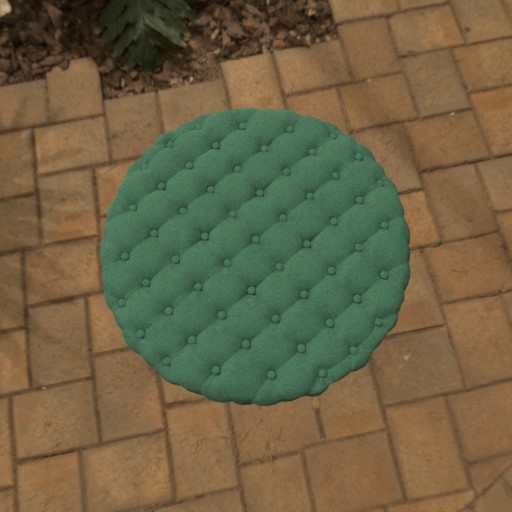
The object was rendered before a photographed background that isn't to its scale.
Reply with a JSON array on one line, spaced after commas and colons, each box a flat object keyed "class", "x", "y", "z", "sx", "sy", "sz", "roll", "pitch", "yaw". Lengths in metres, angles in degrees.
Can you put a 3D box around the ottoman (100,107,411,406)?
[{"class": "ottoman", "x": 0.000, "y": 0.000, "z": 1.549, "sx": 0.998, "sy": 0.399, "sz": 0.998, "roll": 0, "pitch": 74, "yaw": 0}]
